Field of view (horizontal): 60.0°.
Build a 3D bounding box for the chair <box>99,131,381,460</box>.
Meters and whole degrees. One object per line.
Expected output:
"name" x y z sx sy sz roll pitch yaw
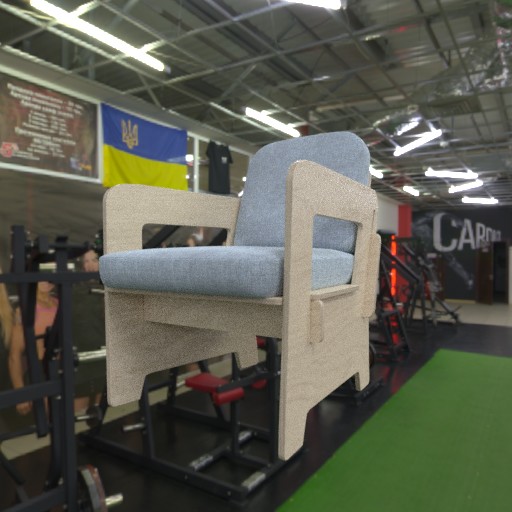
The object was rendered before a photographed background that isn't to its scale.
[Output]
"chair" 0.000 0.000 1.254 0.590 0.800 0.710 0 1 35
